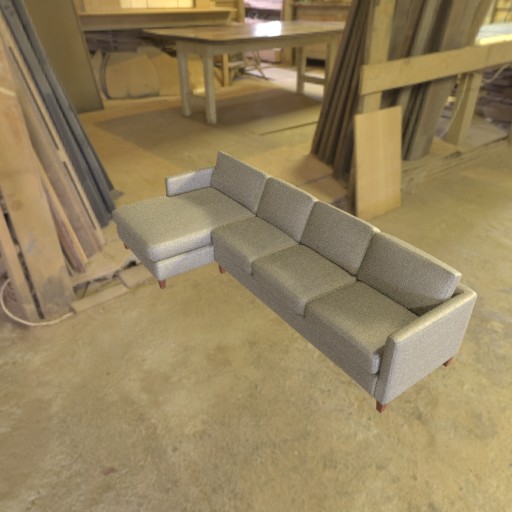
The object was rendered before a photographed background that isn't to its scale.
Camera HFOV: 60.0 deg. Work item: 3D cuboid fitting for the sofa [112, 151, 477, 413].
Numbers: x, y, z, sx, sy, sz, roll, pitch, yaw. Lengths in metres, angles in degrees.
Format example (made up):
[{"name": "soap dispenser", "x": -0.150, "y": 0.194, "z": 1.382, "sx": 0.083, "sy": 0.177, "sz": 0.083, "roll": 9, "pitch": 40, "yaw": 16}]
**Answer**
[{"name": "sofa", "x": 0.000, "y": 0.000, "z": 3.876, "sx": 1.502, "sy": 0.876, "sz": 3.201, "roll": -20, "pitch": 37, "yaw": -29}]
